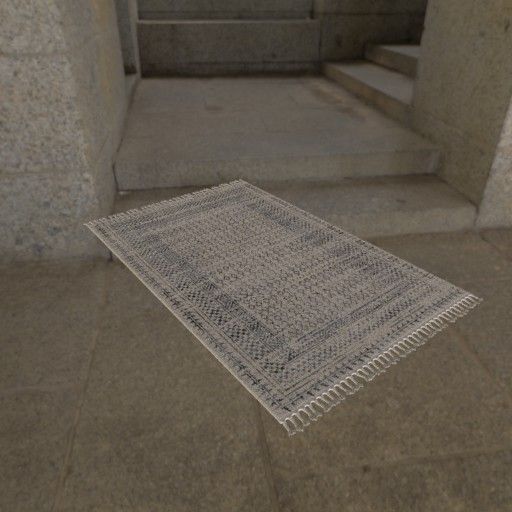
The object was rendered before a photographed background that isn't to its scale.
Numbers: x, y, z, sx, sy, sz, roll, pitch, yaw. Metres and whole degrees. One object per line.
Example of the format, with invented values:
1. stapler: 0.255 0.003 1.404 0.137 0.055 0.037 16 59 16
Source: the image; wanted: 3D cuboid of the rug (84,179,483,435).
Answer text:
1. rug: 0.000 0.000 3.072 1.548 0.013 2.486 -22 38 -32
